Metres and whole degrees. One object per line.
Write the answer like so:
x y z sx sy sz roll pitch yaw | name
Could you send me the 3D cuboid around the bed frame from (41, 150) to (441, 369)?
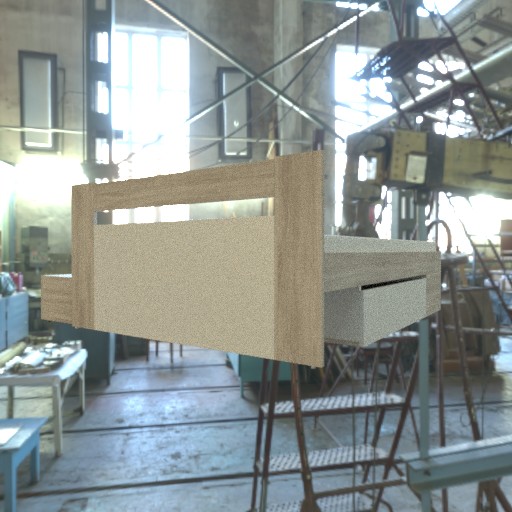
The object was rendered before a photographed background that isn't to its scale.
0.000 0.000 3.146 2.040 0.860 2.050 1 1 35 | bed frame
